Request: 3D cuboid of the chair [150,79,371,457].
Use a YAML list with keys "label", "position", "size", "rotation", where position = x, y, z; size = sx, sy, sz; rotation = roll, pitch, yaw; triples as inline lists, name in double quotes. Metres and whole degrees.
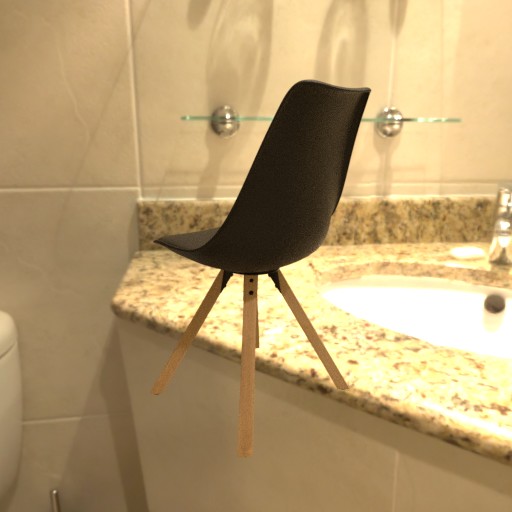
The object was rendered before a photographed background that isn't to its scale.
- label: "chair"
  position: [0.000, 0.000, 1.217]
  size: [0.549, 0.850, 0.485]
  rotation: [15, 21, 43]
